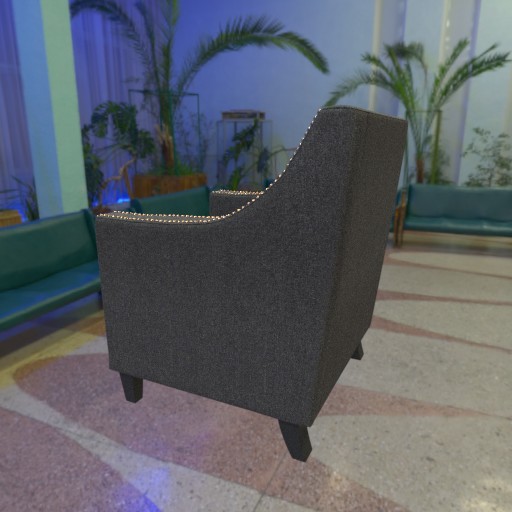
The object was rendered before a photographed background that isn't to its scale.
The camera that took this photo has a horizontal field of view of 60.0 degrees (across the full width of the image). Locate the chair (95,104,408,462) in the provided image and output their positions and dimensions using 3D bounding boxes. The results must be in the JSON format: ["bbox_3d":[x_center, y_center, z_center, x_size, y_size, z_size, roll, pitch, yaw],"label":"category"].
[{"bbox_3d":[0.000,0.000,1.595,0.884,0.967,0.776,7,17,25],"label":"chair"}]
